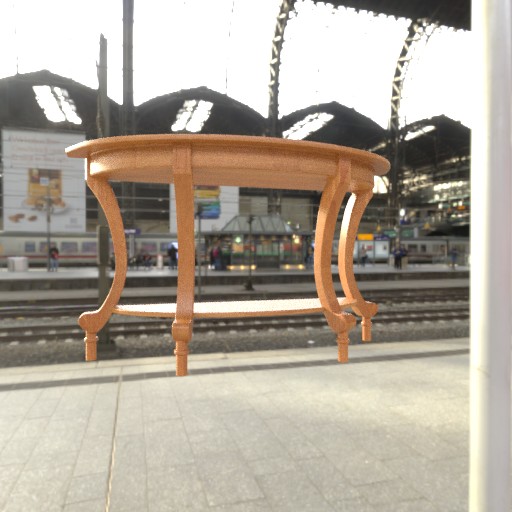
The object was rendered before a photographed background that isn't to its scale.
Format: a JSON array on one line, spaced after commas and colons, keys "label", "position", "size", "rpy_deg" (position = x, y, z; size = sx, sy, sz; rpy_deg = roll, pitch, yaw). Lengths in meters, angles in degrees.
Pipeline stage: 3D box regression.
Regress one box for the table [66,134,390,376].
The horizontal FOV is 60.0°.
[{"label": "table", "position": [0.000, 0.000, 1.480], "size": [1.198, 0.692, 0.394], "rpy_deg": [0, 0, -18]}]
